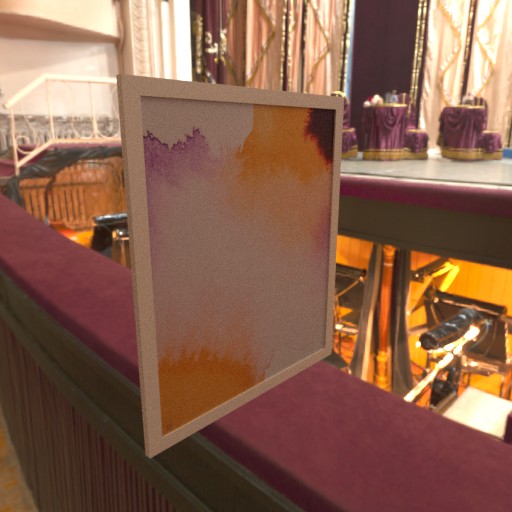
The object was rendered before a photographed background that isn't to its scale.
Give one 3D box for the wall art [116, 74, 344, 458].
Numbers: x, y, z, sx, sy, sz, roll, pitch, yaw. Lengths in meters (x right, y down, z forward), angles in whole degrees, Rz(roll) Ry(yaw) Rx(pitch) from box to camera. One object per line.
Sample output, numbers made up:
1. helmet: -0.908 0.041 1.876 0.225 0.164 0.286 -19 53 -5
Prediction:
1. wall art: 0.000 0.000 0.784 0.012 0.557 0.482 15 21 43
